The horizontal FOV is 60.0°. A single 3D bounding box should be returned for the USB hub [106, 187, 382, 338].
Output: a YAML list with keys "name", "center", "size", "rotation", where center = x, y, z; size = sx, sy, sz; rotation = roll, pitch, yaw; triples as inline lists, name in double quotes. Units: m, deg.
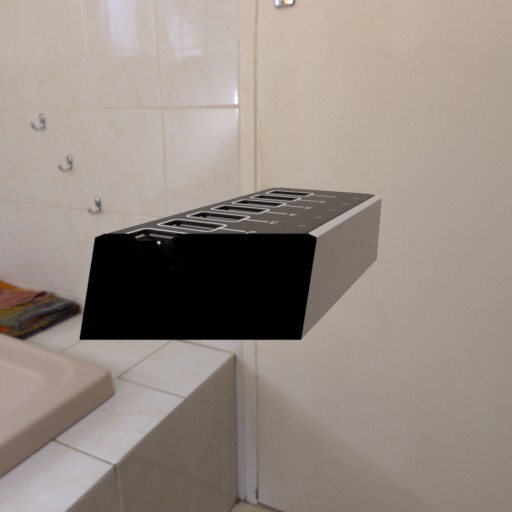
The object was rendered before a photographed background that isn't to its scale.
- name: "USB hub"
  center: [0.000, 0.000, 0.123]
  size: [0.044, 0.023, 0.110]
  rotation: [9, 19, 27]
